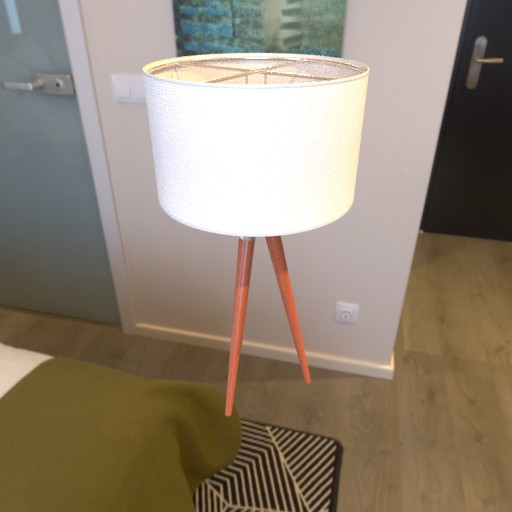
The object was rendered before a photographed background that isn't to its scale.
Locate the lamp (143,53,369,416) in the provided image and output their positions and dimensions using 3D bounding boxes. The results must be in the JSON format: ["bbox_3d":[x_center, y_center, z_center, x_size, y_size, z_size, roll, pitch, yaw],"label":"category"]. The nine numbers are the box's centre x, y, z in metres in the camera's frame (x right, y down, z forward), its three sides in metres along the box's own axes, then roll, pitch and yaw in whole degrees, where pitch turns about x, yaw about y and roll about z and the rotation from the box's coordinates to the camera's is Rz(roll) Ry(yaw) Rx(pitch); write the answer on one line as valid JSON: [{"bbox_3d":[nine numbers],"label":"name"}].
[{"bbox_3d":[0.000,0.000,0.890,0.355,0.709,0.354,-8,32,-14],"label":"lamp"}]
